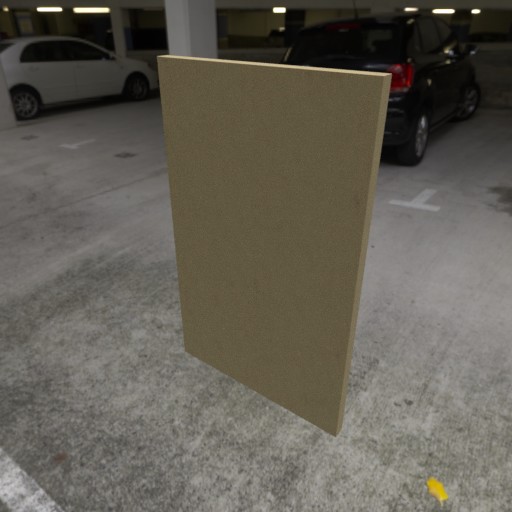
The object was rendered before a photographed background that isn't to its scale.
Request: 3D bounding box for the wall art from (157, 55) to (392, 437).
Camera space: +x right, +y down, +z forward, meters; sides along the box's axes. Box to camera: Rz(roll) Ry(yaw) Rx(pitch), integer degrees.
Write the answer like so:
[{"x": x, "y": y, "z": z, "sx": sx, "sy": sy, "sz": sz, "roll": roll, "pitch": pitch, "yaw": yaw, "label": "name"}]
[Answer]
[{"x": 0.000, "y": 0.000, "z": 1.013, "sx": 0.510, "sy": 0.810, "sz": 0.039, "roll": 20, "pitch": 35, "yaw": 32, "label": "wall art"}]
